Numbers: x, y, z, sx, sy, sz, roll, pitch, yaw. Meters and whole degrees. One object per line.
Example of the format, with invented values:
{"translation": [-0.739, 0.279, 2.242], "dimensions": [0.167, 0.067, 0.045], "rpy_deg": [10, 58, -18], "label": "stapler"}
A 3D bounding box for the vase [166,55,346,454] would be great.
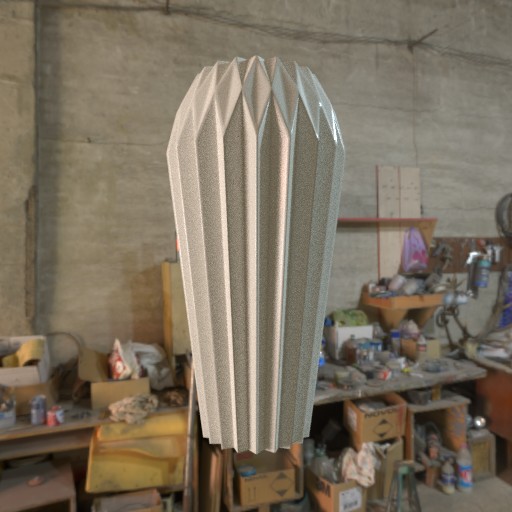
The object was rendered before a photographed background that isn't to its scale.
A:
{"translation": [0.000, 0.000, 0.334], "dimensions": [0.133, 0.263, 0.133], "rpy_deg": [0, 0, 0], "label": "vase"}
